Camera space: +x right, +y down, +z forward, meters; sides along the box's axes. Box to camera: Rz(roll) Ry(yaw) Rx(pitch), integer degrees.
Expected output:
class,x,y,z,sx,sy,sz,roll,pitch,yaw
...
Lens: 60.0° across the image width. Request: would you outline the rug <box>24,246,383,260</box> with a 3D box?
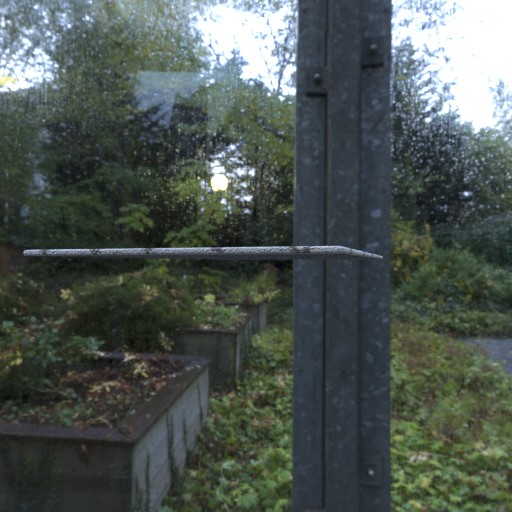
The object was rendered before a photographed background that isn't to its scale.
class,x,y,z,sx,sy,sz,roll,pitch,yaw
rug,0.000,0.000,3.018,1.524,0.030,2.438,0,-1,19
